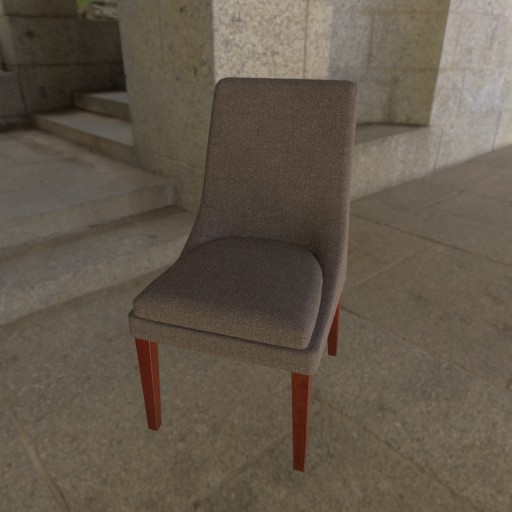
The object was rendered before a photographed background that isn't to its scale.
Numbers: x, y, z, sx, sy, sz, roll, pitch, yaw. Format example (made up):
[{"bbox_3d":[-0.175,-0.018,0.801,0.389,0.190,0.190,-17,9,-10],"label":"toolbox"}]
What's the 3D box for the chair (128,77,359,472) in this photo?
[{"bbox_3d":[0.000,0.000,1.334,0.508,0.952,0.655,8,27,16],"label":"chair"}]
